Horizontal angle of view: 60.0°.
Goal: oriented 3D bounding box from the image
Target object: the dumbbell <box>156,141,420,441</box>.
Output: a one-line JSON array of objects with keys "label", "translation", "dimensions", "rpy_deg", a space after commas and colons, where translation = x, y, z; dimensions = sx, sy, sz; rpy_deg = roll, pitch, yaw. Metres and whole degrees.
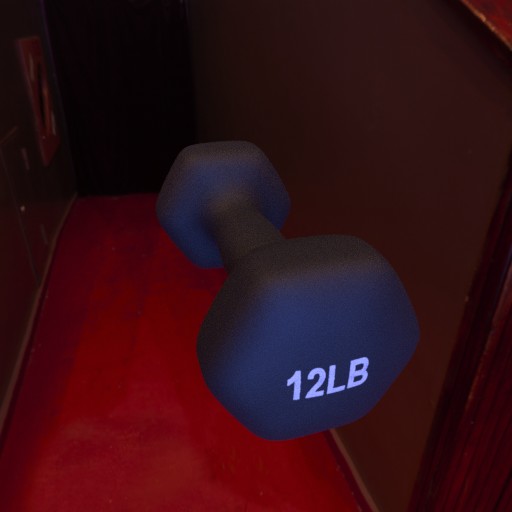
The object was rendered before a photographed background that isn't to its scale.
[{"label": "dumbbell", "translation": [0.000, 0.000, 0.292], "dimensions": [0.112, 0.101, 0.231], "rpy_deg": [-8, 30, -14]}]
